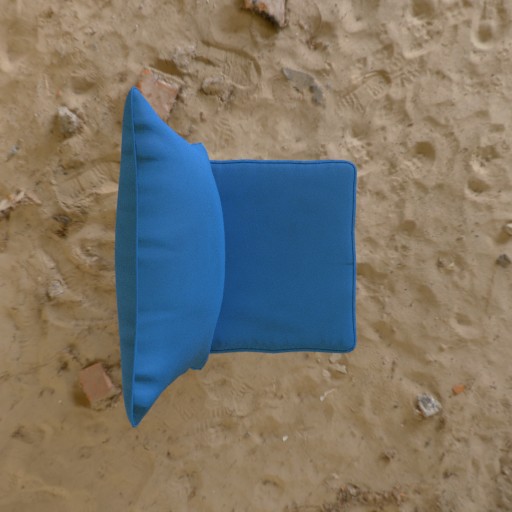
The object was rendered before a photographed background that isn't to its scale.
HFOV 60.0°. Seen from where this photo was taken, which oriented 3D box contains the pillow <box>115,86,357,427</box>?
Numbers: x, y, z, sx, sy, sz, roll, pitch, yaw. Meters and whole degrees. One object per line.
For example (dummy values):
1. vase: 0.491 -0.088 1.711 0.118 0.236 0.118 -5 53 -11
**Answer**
1. pillow: 0.000 0.000 1.343 0.733 0.725 0.798 0 90 -1
